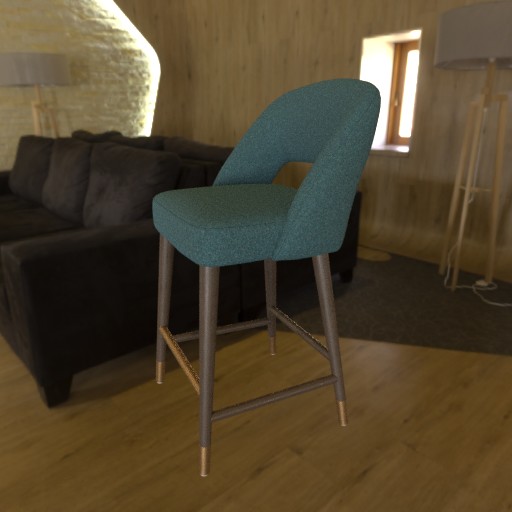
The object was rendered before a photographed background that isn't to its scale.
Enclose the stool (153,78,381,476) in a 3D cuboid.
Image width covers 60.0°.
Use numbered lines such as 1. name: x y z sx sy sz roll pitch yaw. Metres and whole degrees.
1. stool: 0.000 0.000 1.244 0.522 0.939 0.536 -8 20 -24
